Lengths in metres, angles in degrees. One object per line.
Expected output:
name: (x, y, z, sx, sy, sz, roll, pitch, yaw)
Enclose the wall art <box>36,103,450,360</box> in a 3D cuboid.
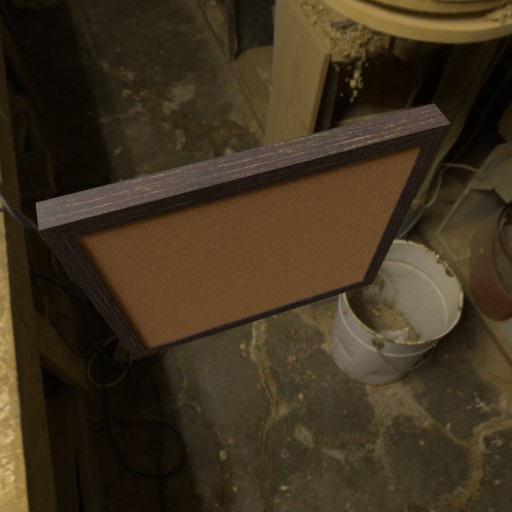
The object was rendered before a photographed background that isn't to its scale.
wall art: (0.000, 0.000, 0.538, 0.381, 0.330, 0.031, -16, 60, -10)
